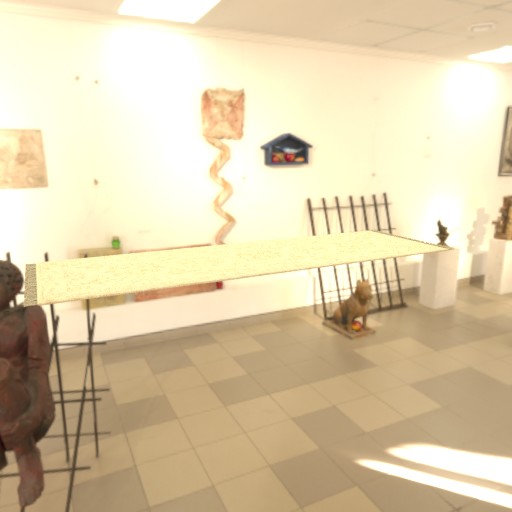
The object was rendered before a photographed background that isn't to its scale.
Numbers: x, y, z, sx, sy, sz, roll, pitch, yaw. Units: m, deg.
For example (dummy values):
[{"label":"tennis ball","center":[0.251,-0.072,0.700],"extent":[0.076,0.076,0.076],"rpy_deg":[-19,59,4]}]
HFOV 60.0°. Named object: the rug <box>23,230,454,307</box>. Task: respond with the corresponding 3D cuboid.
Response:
[{"label":"rug","center":[0.000,0.000,2.735],"extent":[2.544,0.015,0.795],"rpy_deg":[-6,15,-26]}]
